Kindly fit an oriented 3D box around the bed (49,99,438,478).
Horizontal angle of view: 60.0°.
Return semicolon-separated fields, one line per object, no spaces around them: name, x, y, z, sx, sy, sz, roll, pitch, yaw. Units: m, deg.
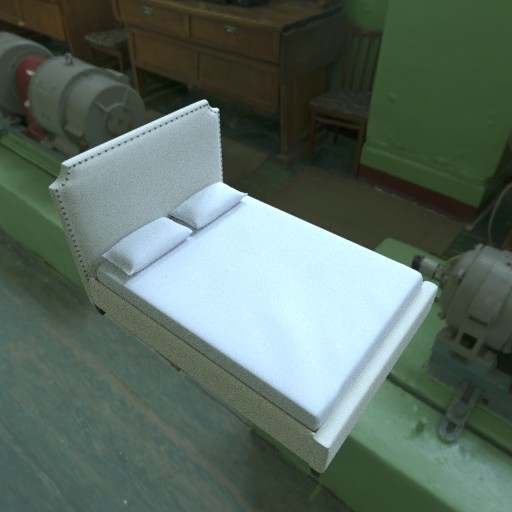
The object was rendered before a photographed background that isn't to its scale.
bed;0.000;0.000;3.396;2.372;1.443;1.712;27;48;28
